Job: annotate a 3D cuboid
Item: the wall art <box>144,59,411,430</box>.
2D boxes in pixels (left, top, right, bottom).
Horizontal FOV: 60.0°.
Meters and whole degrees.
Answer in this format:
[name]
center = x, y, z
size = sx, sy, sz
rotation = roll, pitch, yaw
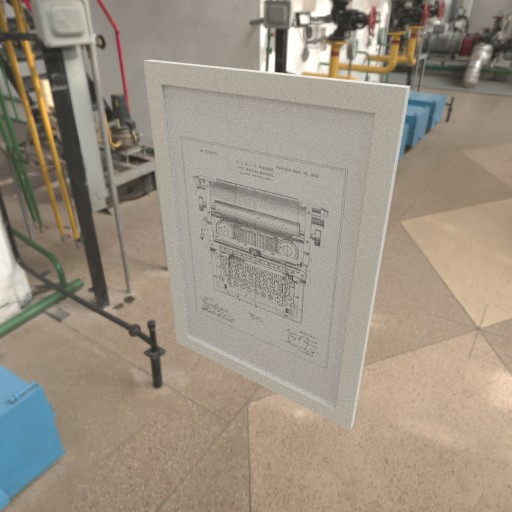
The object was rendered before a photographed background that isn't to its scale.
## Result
[wall art]
center = 0.000, 0.000, 0.686
size = 0.381, 0.533, 0.013
rotation = 19, 36, 29
